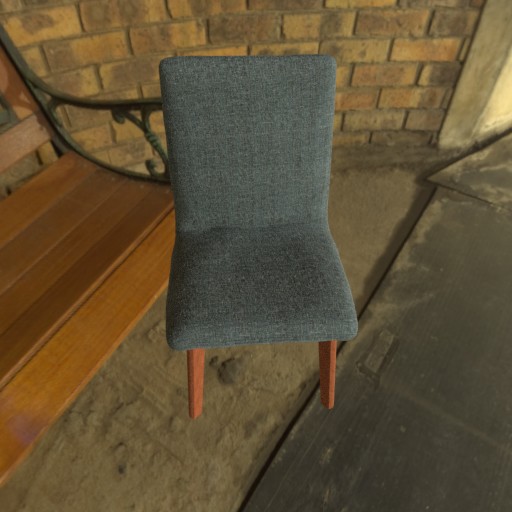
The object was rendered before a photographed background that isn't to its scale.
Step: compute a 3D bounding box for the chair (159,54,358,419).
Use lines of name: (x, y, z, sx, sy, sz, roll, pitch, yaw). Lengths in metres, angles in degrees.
chair: (0.000, 0.000, 1.316, 0.522, 0.974, 0.563, -3, 47, -3)
